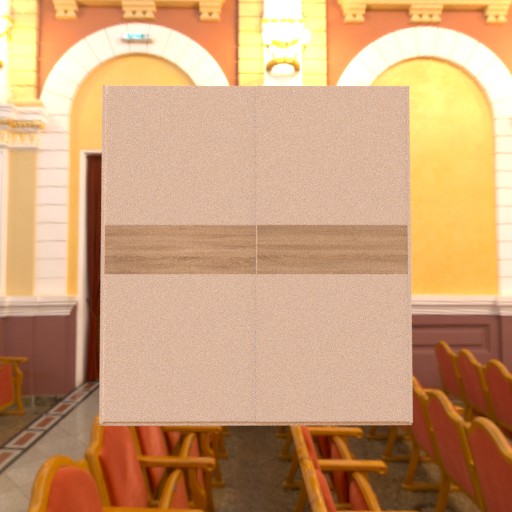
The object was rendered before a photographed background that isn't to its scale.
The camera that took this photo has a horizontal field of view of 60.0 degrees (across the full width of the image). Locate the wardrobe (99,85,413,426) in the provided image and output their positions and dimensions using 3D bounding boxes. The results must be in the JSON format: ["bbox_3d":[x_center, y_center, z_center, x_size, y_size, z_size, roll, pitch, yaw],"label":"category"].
[{"bbox_3d":[0.000,0.000,2.915,1.830,2.020,0.600,0,-2,0],"label":"wardrobe"}]
